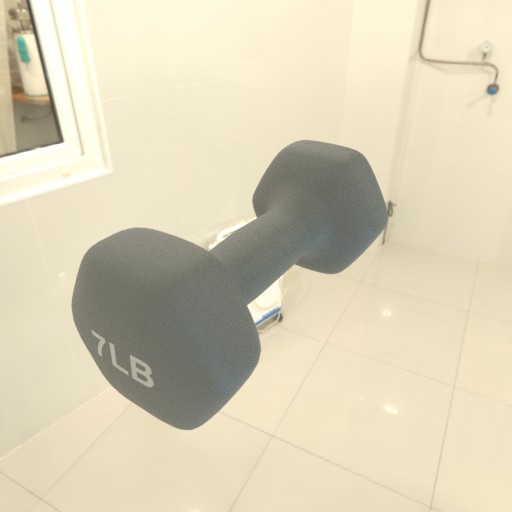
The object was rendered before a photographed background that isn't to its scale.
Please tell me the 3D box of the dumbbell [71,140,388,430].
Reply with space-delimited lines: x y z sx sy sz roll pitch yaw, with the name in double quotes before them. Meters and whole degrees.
"dumbbell" 0.000 0.000 0.235 0.090 0.081 0.184 20 37 29
